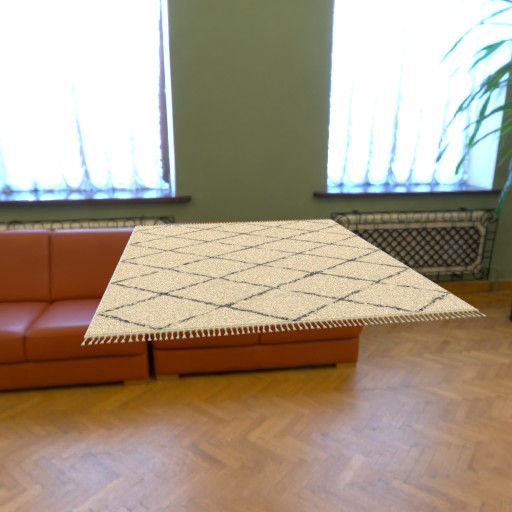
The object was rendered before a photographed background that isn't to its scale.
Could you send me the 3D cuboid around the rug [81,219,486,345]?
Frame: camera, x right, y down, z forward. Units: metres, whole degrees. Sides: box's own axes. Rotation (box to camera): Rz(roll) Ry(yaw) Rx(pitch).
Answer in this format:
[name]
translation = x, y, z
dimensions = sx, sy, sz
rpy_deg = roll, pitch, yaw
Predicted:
[rug]
translation = 0.000, 0.000, 3.977
dimensions = 2.380, 0.013, 3.051
rpy_deg = -3, 16, -9
